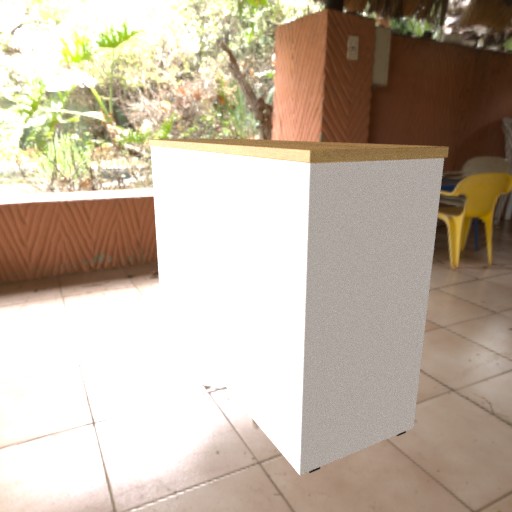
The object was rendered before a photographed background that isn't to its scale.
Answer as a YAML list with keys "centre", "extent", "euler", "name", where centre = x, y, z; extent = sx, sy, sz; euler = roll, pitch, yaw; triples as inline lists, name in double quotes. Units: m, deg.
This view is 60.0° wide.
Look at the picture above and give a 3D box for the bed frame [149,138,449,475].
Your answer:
- centre: [0.000, 0.000, 1.705]
  extent: [0.430, 0.850, 1.300]
  euler: [-8, 18, -27]
  name: "bed frame"
